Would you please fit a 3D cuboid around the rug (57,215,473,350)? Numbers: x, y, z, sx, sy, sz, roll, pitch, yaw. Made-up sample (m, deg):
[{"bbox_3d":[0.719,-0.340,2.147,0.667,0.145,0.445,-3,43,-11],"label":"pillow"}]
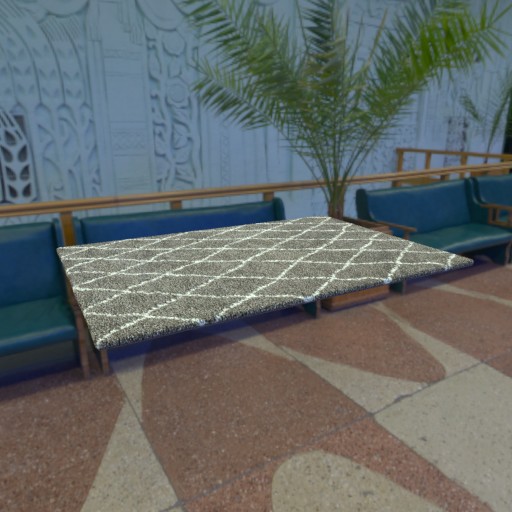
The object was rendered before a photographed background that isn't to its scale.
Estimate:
[{"bbox_3d":[0.000,0.000,2.275,1.778,0.030,1.219,-9,19,-27],"label":"rug"}]
